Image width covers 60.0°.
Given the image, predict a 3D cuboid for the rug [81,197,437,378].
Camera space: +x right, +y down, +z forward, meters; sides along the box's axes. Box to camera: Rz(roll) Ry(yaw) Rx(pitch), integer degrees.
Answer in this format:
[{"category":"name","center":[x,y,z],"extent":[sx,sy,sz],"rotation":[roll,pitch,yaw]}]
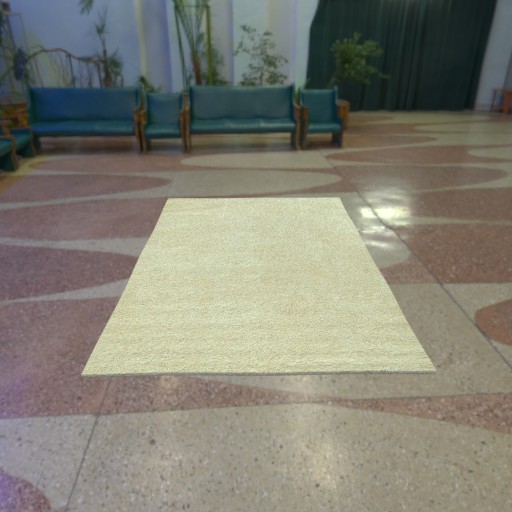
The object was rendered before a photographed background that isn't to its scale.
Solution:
[{"category":"rug","center":[0.000,0.000,3.452],"extent":[1.800,0.025,2.699],"rotation":[0,26,-1]}]
